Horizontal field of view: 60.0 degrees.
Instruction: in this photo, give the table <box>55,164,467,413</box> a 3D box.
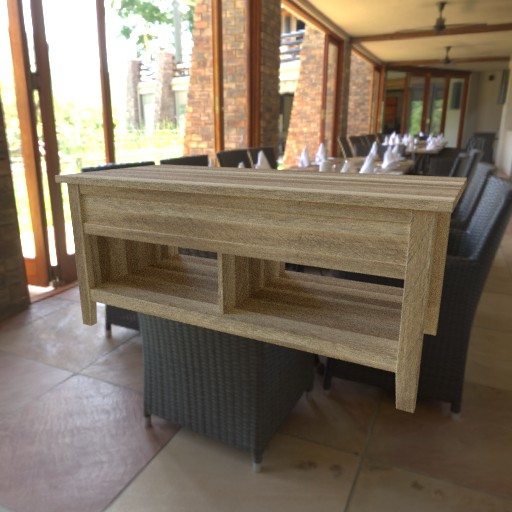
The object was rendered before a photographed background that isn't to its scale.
[{"bbox_3d":[0.000,0.000,1.354,1.095,0.480,0.493,8,18,26],"label":"table"}]
